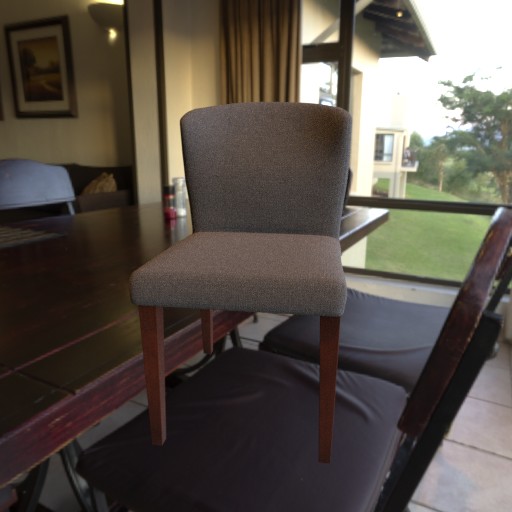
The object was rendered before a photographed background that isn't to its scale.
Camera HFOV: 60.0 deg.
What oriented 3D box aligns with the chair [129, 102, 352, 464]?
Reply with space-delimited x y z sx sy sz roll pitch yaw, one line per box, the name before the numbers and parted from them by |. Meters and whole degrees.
chair | 0.000 0.000 1.207 0.491 0.839 0.589 2 15 9
